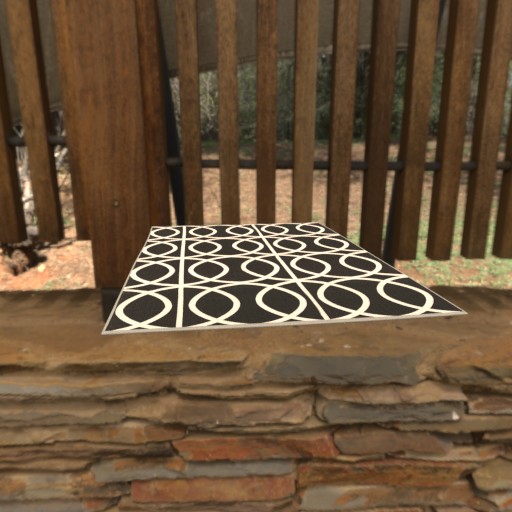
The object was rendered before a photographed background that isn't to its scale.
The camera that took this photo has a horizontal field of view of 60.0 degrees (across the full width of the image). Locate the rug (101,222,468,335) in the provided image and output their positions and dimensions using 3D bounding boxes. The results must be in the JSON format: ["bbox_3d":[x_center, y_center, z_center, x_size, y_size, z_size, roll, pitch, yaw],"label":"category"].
[{"bbox_3d":[0.000,0.000,2.891,1.528,0.014,2.294,-2,14,-8],"label":"rug"}]
